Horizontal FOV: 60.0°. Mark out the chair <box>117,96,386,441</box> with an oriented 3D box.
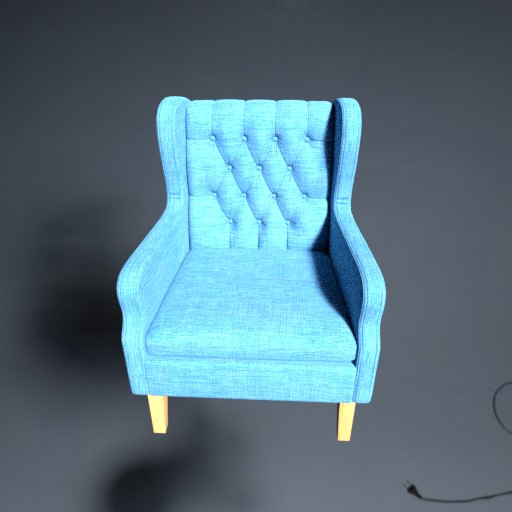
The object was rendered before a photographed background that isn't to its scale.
[{"bbox_3d":[0.000,0.000,1.513,0.711,0.952,0.775,1,30,2],"label":"chair"}]
